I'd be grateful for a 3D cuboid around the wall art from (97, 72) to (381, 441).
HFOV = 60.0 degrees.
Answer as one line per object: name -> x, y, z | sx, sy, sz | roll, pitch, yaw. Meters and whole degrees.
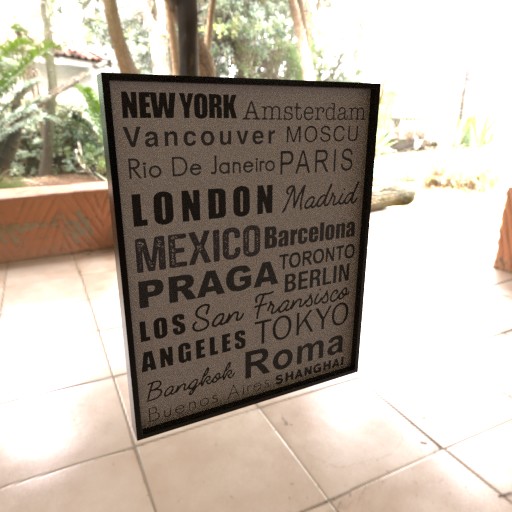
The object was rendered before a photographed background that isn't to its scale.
wall art -> 0.000, 0.000, 0.743 | 0.448, 0.551, 0.038 | -9, 20, -25
